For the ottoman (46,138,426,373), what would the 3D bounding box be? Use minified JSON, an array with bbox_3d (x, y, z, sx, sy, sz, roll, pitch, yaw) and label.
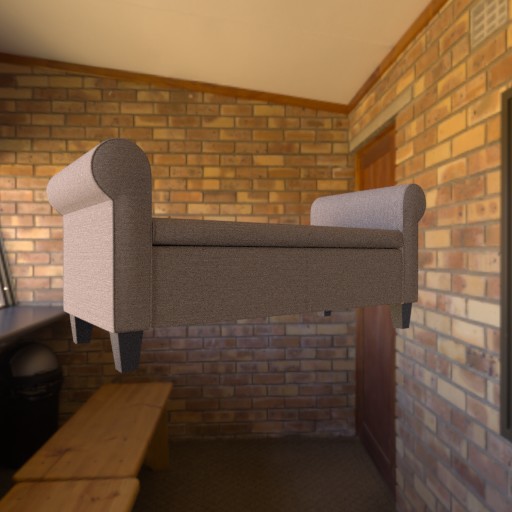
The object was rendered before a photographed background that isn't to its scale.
[{"bbox_3d":[0.000,0.000,1.547,1.256,0.547,0.521,0,0,-36],"label":"ottoman"}]
